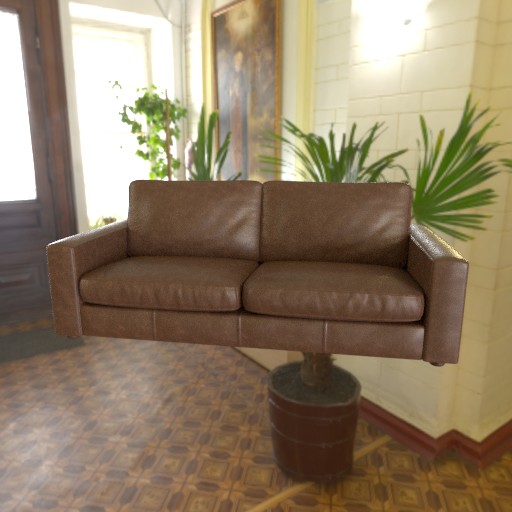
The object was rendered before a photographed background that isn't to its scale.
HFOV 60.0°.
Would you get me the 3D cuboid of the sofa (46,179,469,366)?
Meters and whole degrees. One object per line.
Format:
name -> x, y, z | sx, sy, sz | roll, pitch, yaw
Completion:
sofa -> 0.000, 0.000, 2.705 | 2.179, 0.873, 1.016 | 2, 13, 9
